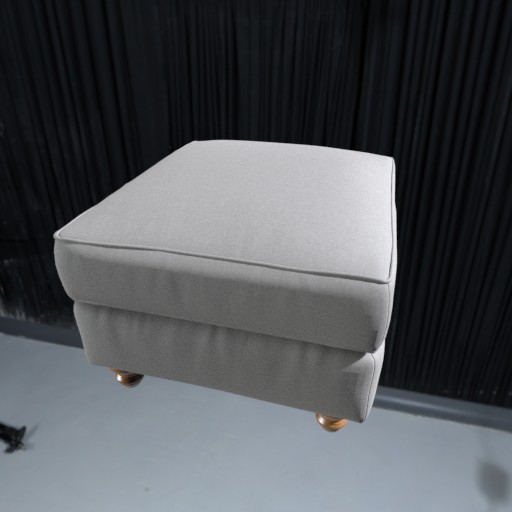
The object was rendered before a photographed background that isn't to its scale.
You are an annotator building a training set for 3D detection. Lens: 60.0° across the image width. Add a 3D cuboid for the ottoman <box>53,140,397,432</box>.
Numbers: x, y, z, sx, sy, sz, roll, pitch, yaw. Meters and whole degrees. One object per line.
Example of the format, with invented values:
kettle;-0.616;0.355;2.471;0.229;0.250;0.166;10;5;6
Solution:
ottoman;0.000;0.000;1.139;0.662;0.505;0.721;8;30;13
